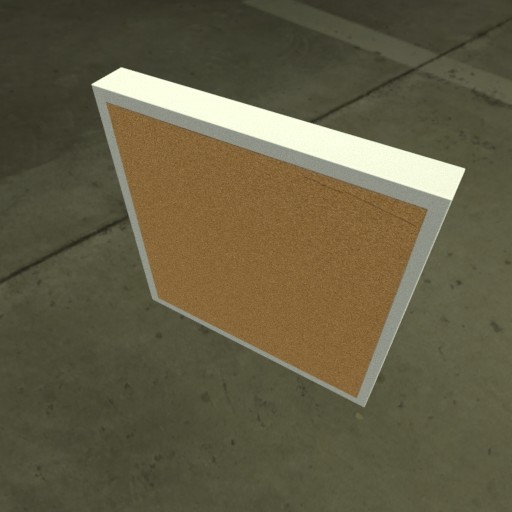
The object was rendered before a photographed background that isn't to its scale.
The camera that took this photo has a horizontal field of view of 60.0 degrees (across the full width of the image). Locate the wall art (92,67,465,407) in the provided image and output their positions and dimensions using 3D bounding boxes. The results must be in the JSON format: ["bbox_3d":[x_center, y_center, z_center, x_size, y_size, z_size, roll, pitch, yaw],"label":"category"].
[{"bbox_3d":[0.000,0.000,0.452,0.305,0.305,0.038,23,51,20],"label":"wall art"}]
